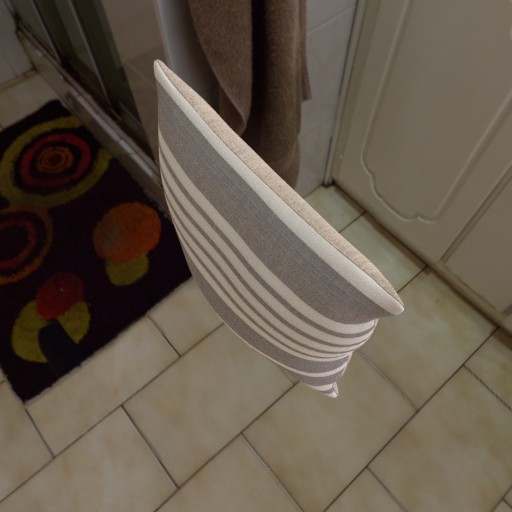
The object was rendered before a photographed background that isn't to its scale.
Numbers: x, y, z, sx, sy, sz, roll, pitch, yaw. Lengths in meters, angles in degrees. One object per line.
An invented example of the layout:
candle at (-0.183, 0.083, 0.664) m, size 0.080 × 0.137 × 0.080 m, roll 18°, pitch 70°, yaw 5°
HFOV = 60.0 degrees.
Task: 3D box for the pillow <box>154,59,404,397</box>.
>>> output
pillow at (0.000, 0.000, 0.674) m, size 0.182 × 0.440 × 0.439 m, roll -35°, pitch 67°, yaw -17°
